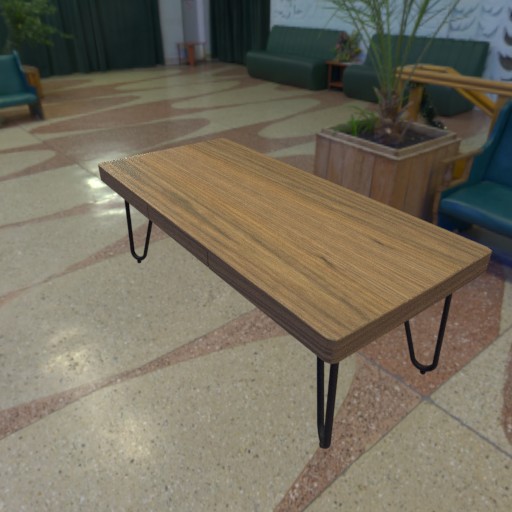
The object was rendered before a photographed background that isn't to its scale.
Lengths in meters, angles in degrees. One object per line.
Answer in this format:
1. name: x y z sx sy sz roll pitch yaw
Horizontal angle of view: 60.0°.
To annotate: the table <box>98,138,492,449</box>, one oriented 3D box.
1. table: 0.000 0.000 1.657 0.637 0.468 1.375 -21 37 -31
